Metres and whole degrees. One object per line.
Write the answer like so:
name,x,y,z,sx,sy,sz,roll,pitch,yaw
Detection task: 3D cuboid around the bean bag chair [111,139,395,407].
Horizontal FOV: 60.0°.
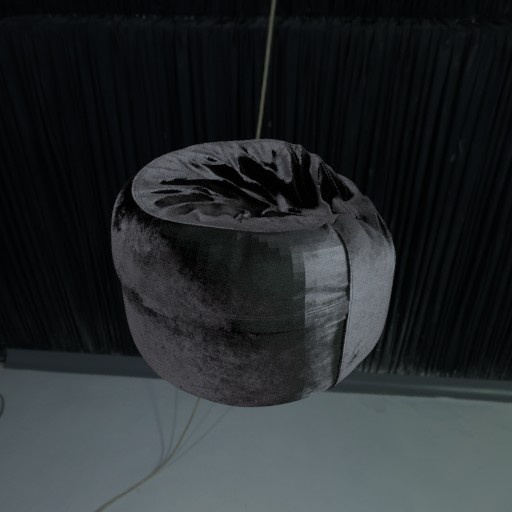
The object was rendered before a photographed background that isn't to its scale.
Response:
bean bag chair,0.000,0.000,1.518,0.918,0.605,0.918,0,32,0
